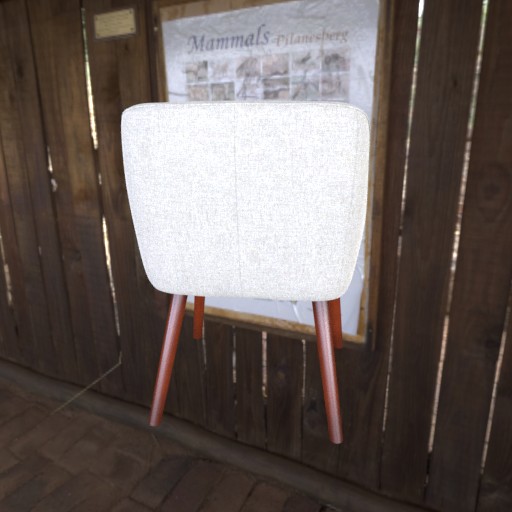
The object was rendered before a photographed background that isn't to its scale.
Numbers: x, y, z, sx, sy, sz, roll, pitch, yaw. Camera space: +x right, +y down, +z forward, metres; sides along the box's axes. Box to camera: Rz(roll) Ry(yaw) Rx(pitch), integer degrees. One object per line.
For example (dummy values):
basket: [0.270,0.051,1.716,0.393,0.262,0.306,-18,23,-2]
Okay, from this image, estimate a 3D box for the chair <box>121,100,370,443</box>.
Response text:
chair: [0.000,0.000,1.276,0.610,0.813,0.610,2,16,8]
